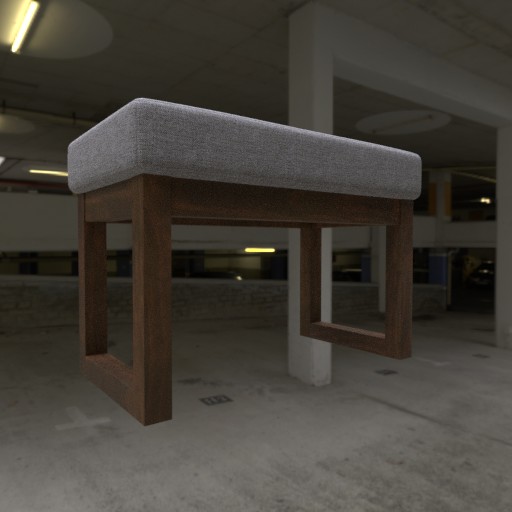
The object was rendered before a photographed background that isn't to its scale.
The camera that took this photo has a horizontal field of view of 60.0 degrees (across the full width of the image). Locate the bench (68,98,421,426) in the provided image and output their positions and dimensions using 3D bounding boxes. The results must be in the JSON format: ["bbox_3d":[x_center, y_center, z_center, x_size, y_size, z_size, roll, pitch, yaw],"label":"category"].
[{"bbox_3d":[0.000,0.000,0.949,0.681,0.467,0.366,-1,2,-37],"label":"bench"}]
